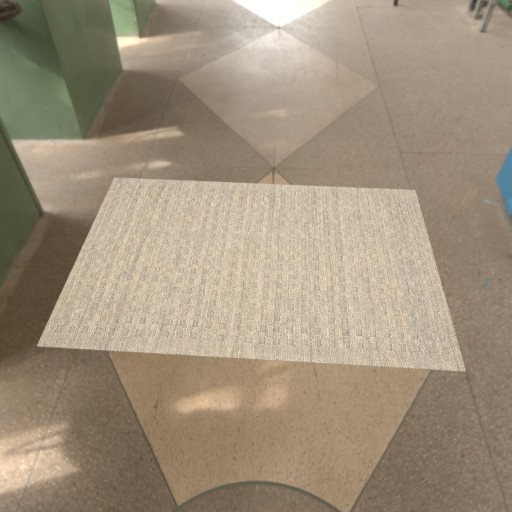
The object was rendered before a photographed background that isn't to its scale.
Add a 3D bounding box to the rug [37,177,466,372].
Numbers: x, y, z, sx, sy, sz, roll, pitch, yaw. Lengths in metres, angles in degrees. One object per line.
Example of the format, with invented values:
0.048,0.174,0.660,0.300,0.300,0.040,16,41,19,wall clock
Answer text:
0.000,0.000,2.192,1.752,0.006,1.142,3,47,3,rug
